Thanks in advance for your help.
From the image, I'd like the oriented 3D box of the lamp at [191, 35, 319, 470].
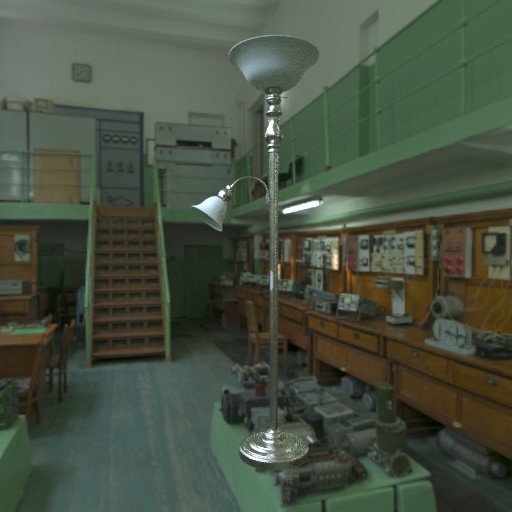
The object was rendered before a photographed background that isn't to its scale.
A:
[{"bbox_3d":[0.000,0.000,1.969,0.575,1.785,0.405,0,0,-19],"label":"lamp"}]
